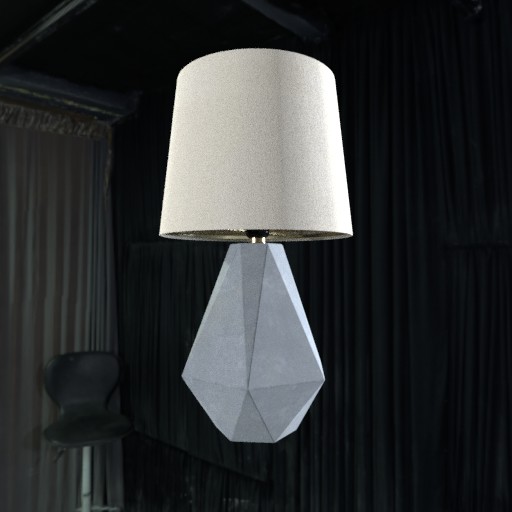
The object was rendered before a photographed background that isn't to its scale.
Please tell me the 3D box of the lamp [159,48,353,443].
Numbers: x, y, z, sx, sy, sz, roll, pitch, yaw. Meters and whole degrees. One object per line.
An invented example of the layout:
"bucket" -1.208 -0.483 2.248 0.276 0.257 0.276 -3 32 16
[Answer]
"lamp" 0.000 0.000 0.648 0.276 0.501 0.276 0 -1 0
